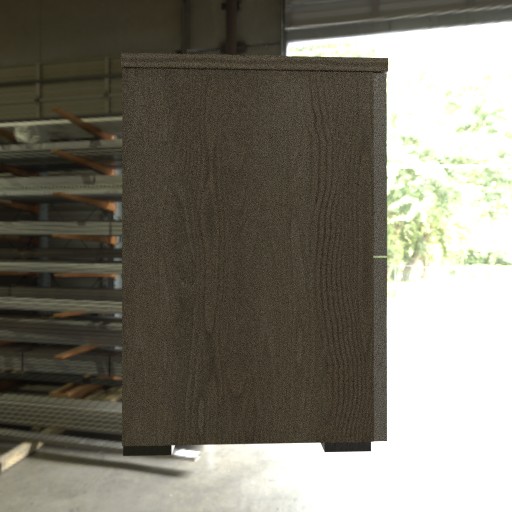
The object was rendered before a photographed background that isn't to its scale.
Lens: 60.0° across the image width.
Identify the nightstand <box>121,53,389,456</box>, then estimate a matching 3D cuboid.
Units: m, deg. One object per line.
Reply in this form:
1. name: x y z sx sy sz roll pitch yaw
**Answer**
1. nightstand: 0.000 0.000 0.731 0.325 0.461 0.442 0 0 -2
